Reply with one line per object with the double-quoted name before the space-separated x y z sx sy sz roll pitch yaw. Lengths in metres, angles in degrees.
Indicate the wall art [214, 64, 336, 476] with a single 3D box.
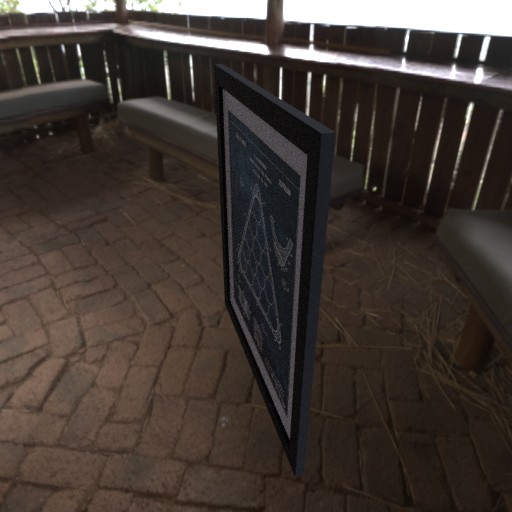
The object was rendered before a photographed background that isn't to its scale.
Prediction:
"wall art" 0.000 0.000 0.501 0.010 0.361 0.311 -9 32 -15
